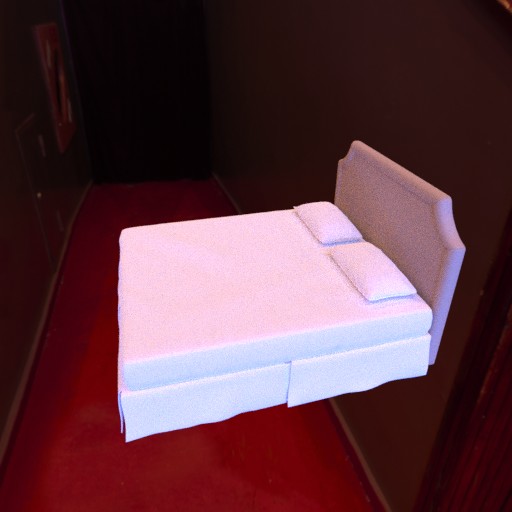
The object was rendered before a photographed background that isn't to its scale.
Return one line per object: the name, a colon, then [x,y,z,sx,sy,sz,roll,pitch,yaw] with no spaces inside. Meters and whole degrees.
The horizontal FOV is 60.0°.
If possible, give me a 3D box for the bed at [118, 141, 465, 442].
bed: [0.000,0.000,4.251,2.773,1.590,2.350,-8,31,-13]
